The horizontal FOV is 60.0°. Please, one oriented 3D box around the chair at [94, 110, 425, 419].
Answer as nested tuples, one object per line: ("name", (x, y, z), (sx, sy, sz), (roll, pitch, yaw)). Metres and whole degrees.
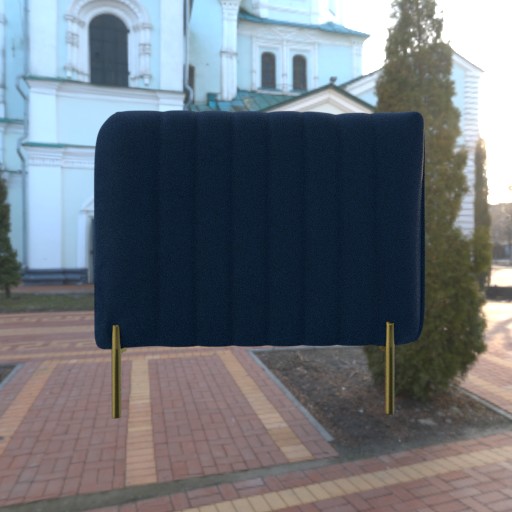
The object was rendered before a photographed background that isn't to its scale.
("chair", (0.000, 0.000, 1.562), (0.877, 0.793, 0.947), (0, 0, -2))
